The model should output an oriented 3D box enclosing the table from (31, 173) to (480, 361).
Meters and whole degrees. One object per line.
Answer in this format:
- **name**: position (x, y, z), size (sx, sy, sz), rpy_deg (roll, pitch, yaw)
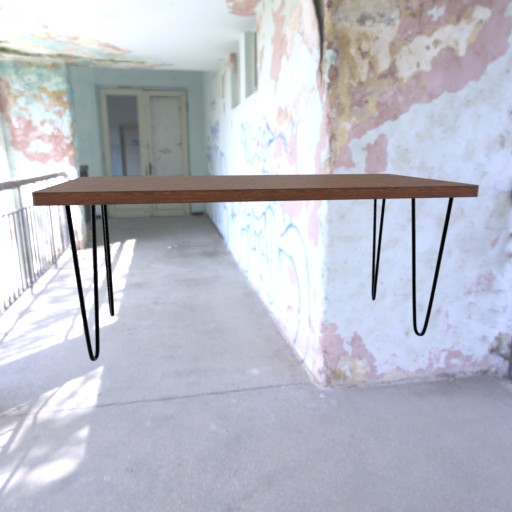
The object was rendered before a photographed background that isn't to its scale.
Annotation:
- **table**: position (0.000, 0.000, 2.239), size (1.791, 0.753, 0.883), rpy_deg (-2, 14, -10)
